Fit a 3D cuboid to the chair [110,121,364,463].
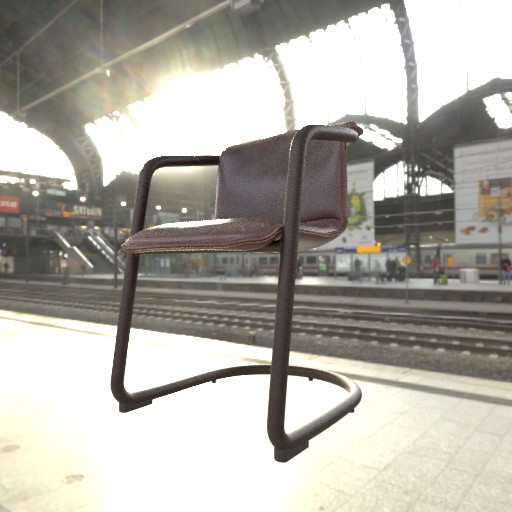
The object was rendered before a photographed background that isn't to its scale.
[{"bbox_3d":[0.000,0.000,1.255,0.536,0.836,0.664,-1,-1,36],"label":"chair"}]
